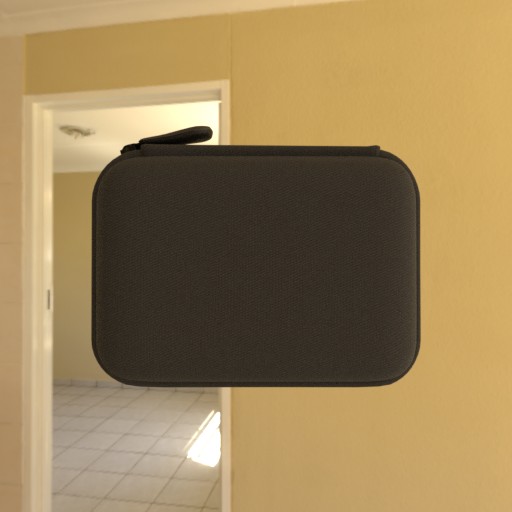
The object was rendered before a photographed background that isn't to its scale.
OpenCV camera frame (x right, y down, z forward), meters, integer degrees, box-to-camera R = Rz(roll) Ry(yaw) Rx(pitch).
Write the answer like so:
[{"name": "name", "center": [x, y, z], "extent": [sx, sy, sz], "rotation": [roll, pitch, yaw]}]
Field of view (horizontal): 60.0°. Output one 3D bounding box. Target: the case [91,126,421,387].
[{"name": "case", "center": [0.000, 0.000, 0.180], "extent": [0.132, 0.105, 0.038], "rotation": [0, 0, 0]}]
